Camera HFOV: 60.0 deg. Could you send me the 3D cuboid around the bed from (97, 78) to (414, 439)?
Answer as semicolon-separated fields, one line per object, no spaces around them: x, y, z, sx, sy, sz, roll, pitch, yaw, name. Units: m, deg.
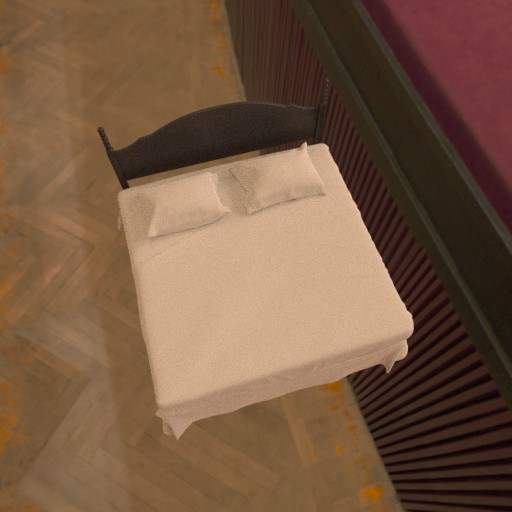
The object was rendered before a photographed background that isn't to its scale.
0.000;0.000;3.657;2.322;1.355;2.219;-15;64;-8;bed
